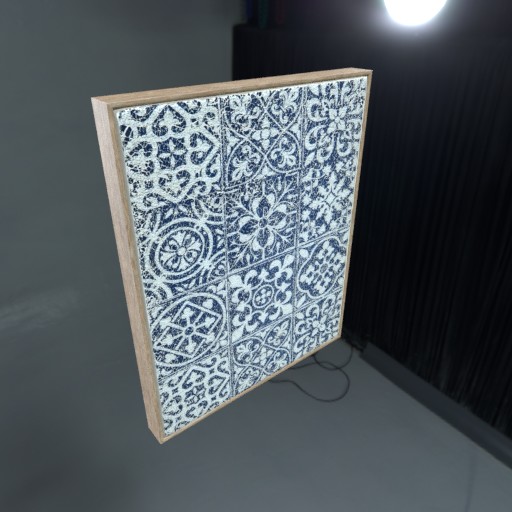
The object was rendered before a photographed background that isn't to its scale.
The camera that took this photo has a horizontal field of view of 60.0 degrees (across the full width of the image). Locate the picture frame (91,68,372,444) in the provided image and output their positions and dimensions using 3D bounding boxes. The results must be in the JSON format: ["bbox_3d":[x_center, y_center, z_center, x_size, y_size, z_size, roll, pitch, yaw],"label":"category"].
[{"bbox_3d":[0.000,0.000,0.712,0.424,0.526,0.043,-21,36,-33],"label":"picture frame"}]
